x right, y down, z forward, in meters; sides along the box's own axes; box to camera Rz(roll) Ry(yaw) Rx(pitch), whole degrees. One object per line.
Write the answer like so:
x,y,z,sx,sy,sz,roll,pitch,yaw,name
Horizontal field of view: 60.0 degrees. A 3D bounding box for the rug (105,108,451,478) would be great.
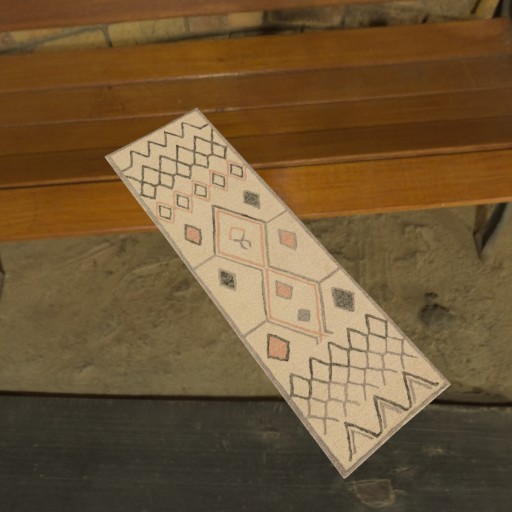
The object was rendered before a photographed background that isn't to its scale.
0.000,0.000,2.671,0.750,0.011,2.435,-34,68,-15,rug
